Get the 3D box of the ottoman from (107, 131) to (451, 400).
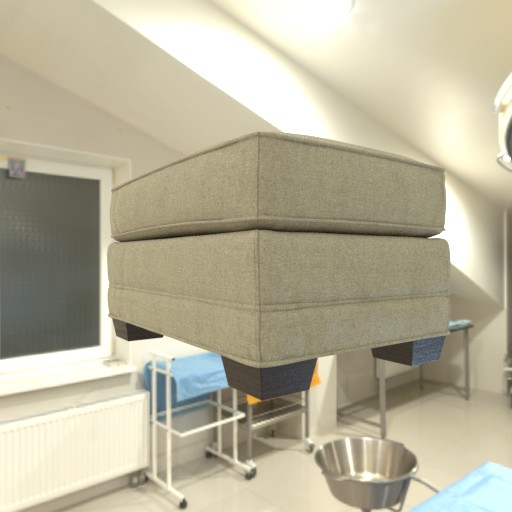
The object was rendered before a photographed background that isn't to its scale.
[{"bbox_3d":[0.000,0.000,1.243,0.611,0.508,0.848,0,0,-35],"label":"ottoman"}]
